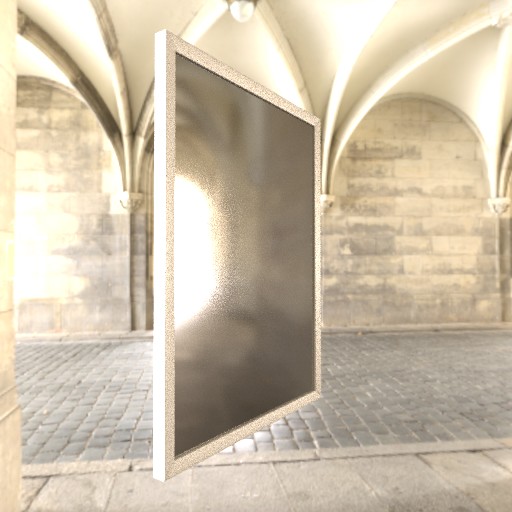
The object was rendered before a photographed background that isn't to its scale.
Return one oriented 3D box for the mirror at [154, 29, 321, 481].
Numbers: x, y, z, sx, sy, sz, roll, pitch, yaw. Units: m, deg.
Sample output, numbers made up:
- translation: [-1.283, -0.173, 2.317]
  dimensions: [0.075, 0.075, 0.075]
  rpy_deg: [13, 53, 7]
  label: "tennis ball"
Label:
- translation: [0.000, 0.000, 1.317]
  dimensions: [0.040, 1.016, 0.762]
  rpy_deg: [-1, -1, 35]
  label: "mirror"
